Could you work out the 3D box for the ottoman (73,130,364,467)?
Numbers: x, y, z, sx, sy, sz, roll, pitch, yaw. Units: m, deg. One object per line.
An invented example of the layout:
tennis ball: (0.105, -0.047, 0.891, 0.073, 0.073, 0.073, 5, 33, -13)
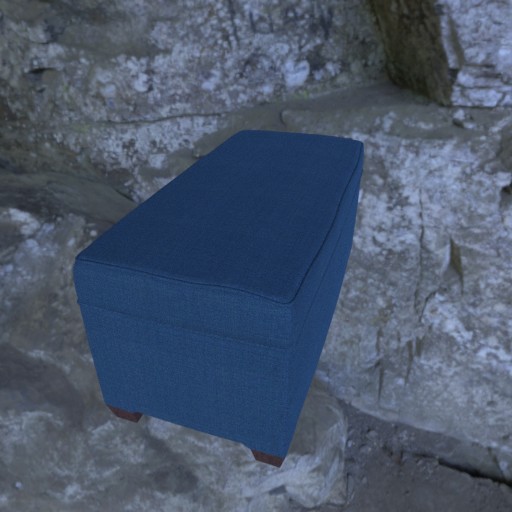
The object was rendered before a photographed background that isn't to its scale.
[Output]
ottoman: (0.000, 0.000, 1.244, 0.474, 0.474, 0.943, 10, 33, 16)
